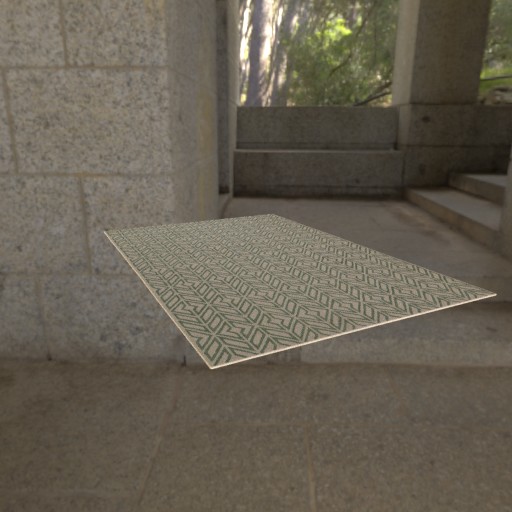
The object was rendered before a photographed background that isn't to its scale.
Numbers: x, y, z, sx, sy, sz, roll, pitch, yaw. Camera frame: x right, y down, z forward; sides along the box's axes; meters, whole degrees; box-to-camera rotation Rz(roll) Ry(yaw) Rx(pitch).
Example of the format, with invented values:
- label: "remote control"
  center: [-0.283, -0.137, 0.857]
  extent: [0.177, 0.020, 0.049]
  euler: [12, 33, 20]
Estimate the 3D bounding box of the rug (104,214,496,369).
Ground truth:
- label: "rug"
  center: [0.000, 0.000, 2.279]
  extent: [1.220, 0.007, 1.828]
  euler: [-8, 19, -26]
